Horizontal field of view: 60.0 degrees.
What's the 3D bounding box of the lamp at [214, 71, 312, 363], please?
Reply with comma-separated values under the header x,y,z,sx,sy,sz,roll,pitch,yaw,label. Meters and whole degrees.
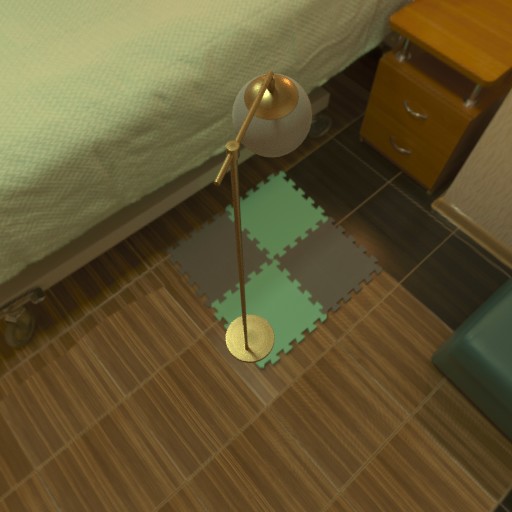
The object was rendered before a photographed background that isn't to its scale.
x,y,z,sx,sy,sz,roll,pitch,yaw,label
0.000,0.000,1.655,0.249,1.505,0.476,17,63,9,lamp
